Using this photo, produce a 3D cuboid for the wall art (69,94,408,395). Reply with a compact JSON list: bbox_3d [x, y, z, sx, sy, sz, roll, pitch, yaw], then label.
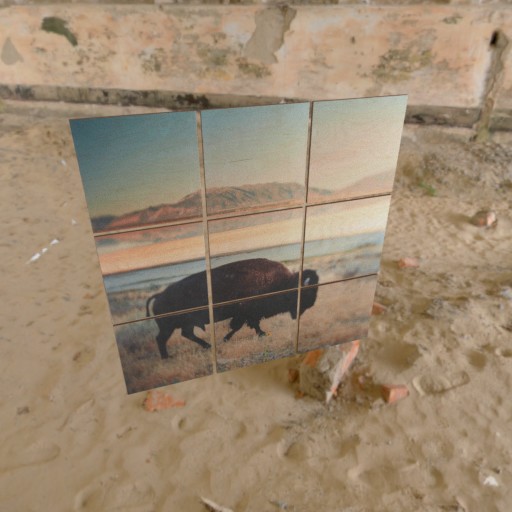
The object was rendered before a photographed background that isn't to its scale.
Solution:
[{"bbox_3d":[0.000,0.000,1.851,1.221,1.218,0.019,-10,32,-16],"label":"wall art"}]
